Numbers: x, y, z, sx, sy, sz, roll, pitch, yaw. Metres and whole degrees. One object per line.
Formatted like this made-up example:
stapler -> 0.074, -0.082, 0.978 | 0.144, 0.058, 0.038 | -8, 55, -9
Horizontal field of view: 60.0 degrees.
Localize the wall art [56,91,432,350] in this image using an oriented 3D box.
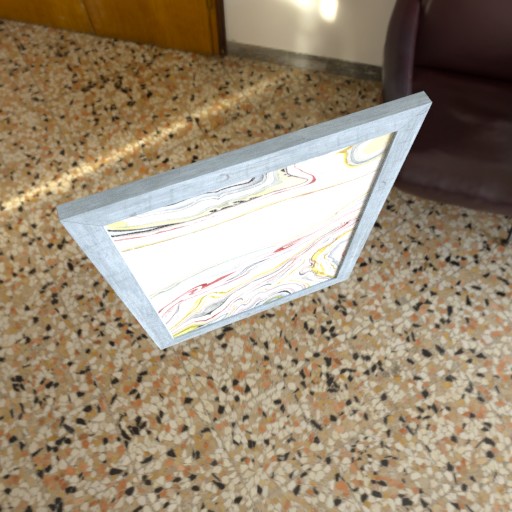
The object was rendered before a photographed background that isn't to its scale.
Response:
wall art -> 0.000, 0.000, 0.797 | 0.479, 0.582, 0.022 | -20, 66, -9
